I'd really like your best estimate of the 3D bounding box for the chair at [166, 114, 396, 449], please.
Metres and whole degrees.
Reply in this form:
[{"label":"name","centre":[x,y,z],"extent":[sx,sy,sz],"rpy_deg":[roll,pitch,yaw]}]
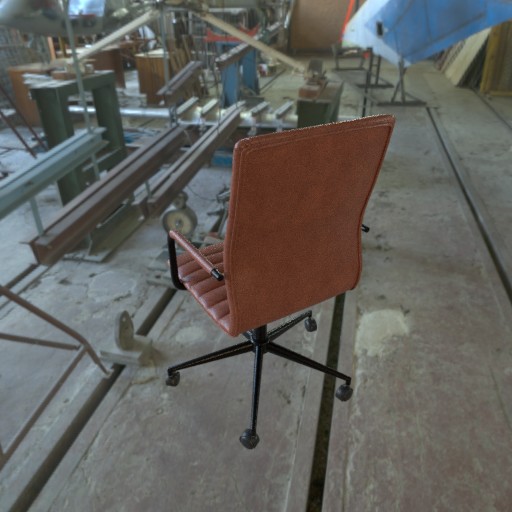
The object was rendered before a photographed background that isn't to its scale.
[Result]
[{"label":"chair","centre":[0.000,0.000,1.302],"extent":[0.600,0.878,0.578],"rpy_deg":[-17,35,-27]}]
